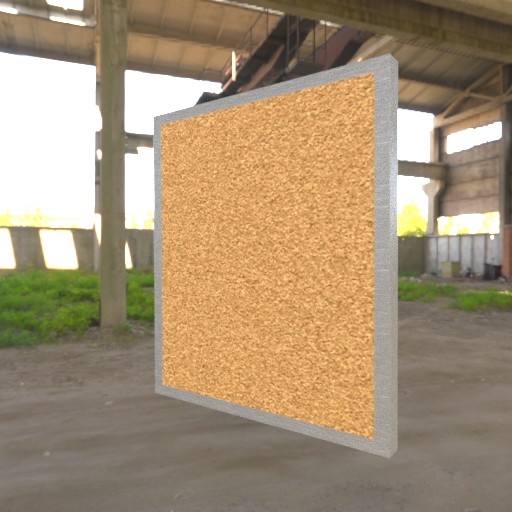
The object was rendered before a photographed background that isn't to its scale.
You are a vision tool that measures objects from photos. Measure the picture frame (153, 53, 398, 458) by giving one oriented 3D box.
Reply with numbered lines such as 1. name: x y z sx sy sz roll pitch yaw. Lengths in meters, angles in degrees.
1. picture frame: 0.000 0.000 0.520 0.327 0.378 0.027 0 1 36
